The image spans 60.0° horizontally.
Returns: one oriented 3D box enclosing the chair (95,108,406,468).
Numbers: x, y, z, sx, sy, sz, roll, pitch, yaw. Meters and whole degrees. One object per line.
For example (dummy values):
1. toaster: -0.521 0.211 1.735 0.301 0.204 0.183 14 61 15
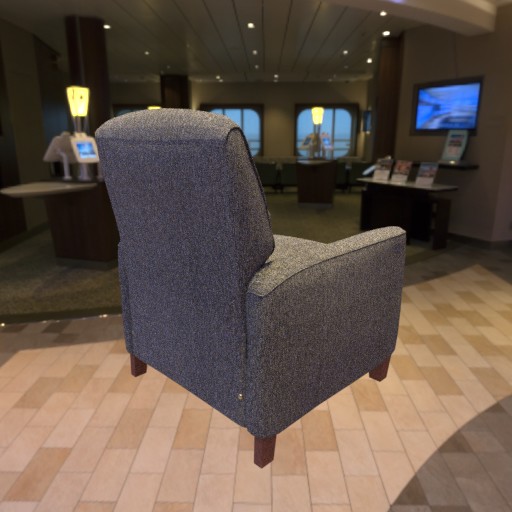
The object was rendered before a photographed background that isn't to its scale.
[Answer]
1. chair: 0.000 0.000 1.650 0.864 1.014 0.848 -15 21 -43
